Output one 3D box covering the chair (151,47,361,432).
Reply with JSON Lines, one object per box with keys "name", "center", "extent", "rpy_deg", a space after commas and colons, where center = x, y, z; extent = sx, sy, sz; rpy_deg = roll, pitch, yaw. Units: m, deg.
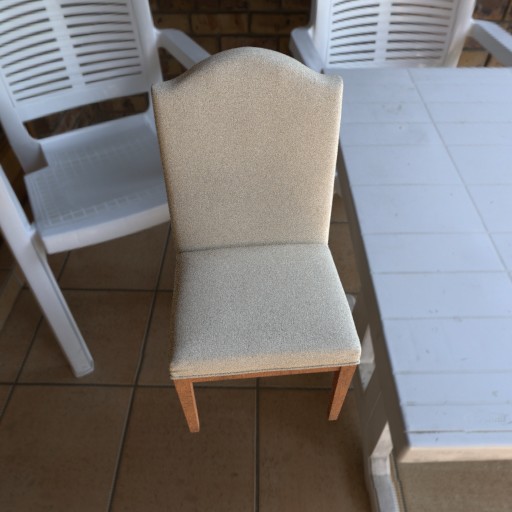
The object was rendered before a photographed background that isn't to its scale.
{"name": "chair", "center": [0.000, 0.000, 1.357], "extent": [0.534, 1.012, 0.648], "rpy_deg": [-4, 47, -3]}
